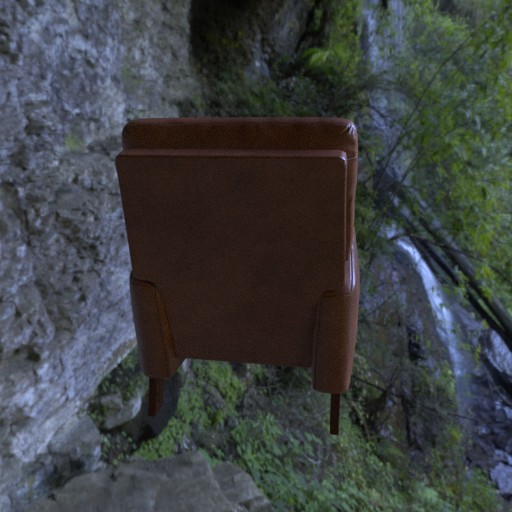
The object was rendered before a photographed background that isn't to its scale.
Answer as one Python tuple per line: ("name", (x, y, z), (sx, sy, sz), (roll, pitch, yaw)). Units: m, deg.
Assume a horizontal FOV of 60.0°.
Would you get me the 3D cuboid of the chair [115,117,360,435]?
("chair", (0.000, 0.000, 1.684), (0.762, 0.990, 0.990), (2, 16, 8))
